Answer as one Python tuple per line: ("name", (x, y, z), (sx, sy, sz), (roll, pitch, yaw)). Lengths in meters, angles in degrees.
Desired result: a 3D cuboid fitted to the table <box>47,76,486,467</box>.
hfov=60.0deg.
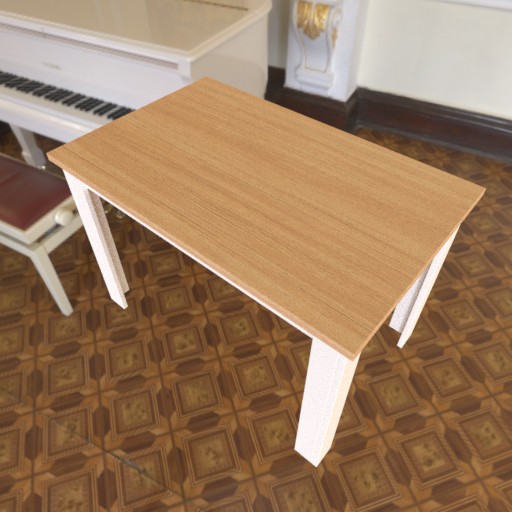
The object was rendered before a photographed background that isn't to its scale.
("table", (0.000, 0.000, 1.568), (1.100, 0.734, 0.700), (31, 54, 27))
